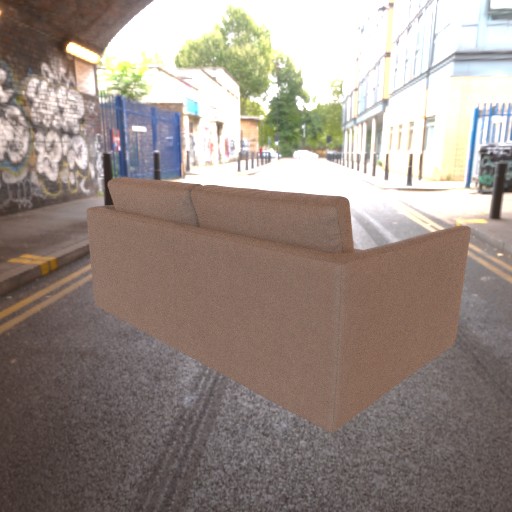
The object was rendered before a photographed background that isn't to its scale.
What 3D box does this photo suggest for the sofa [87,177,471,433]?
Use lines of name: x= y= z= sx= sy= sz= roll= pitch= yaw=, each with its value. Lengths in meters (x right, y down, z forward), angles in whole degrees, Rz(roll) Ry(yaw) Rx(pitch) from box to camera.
sofa: x=0.000 y=0.000 z=2.488 sx=1.091 sy=0.839 sz=1.905 roll=-13 pitch=19 yaw=-43
